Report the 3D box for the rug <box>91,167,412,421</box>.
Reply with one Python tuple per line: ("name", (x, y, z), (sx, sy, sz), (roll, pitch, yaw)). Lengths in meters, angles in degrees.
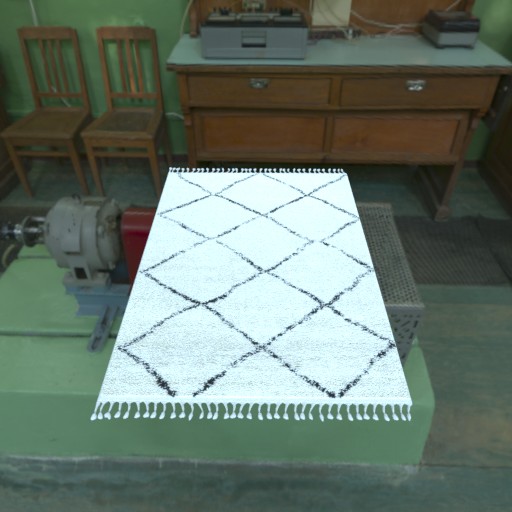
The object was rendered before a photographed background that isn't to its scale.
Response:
("rug", (0.000, 0.000, 2.894), (1.494, 0.031, 2.307), (0, 41, 0))
